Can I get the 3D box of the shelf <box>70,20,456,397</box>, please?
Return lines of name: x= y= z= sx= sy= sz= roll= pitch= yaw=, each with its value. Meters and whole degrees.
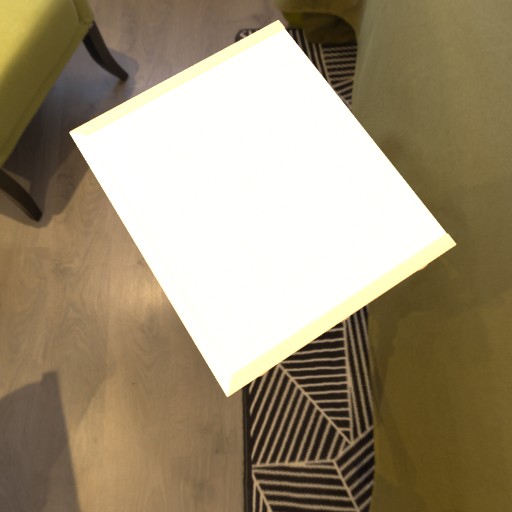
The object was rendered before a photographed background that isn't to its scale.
shelf: x=0.000 y=0.000 z=0.784 sx=0.290 sy=0.600 sz=0.350 roll=-32 pitch=77 yaw=-8
